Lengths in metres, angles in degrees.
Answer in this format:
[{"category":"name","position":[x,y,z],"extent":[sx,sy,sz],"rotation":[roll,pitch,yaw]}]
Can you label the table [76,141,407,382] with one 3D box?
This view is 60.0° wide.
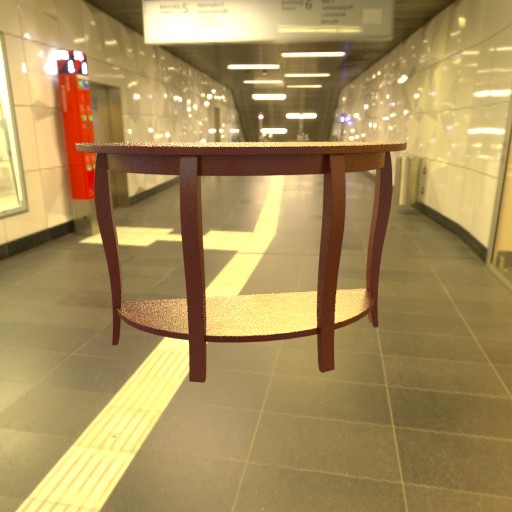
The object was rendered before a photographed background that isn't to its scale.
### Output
[{"category":"table","position":[0.000,0.000,1.591],"extent":[1.219,0.779,0.405],"rotation":[-2,16,-8]}]
